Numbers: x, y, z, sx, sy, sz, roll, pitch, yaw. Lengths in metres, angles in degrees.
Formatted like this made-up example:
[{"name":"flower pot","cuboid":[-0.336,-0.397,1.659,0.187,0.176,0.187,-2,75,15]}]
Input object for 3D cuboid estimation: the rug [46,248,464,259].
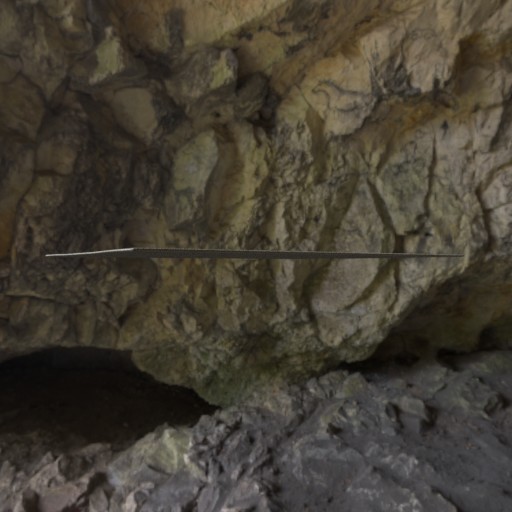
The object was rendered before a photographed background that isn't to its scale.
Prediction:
[{"name":"rug","cuboid":[0.000,0.000,2.937,2.270,0.017,1.606,1,-1,-36]}]
